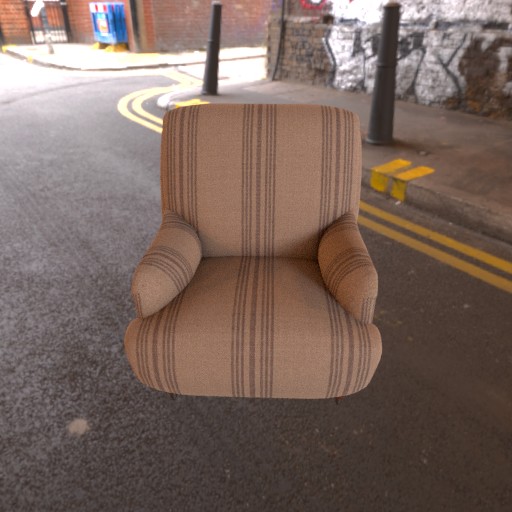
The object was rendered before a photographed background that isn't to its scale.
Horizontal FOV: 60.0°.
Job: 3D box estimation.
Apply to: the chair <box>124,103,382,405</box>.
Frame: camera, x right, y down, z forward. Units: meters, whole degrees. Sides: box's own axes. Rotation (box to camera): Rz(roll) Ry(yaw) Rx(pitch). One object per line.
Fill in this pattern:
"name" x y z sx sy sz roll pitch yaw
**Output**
"chair" 0.000 0.000 1.612 0.813 0.940 0.914 1 30 2
